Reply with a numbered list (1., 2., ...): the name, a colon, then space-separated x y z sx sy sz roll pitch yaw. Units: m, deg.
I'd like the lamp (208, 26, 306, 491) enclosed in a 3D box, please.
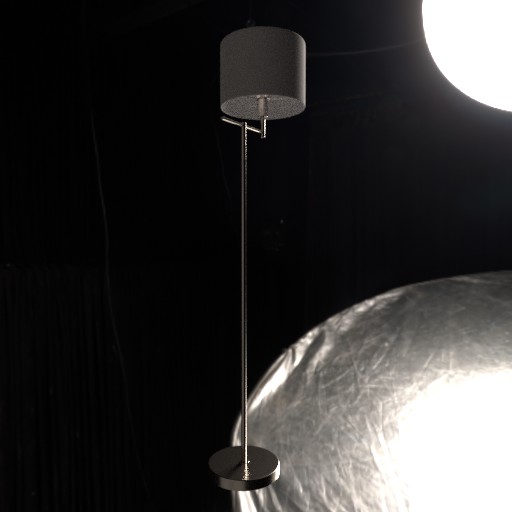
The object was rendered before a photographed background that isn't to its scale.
1. lamp: 0.000 0.000 1.683 0.324 1.600 0.416 1 2 35
